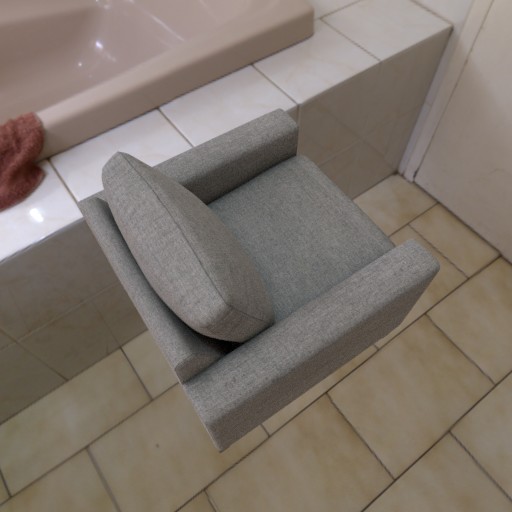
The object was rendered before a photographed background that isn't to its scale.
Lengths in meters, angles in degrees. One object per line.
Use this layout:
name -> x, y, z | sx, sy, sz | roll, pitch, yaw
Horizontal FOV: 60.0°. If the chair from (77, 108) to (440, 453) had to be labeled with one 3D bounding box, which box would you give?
chair -> 0.000, 0.000, 1.847 | 1.038, 1.010, 1.024 | -30, 63, -17
